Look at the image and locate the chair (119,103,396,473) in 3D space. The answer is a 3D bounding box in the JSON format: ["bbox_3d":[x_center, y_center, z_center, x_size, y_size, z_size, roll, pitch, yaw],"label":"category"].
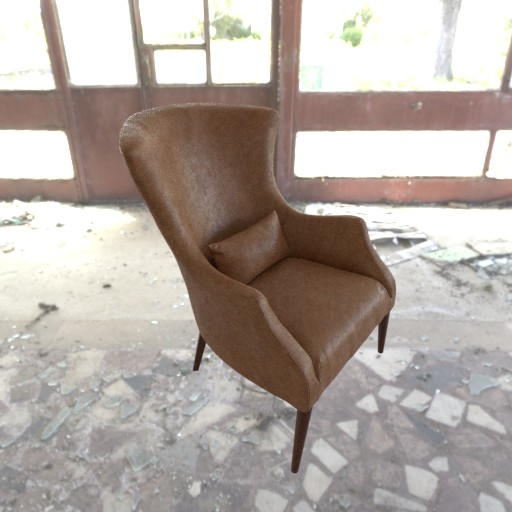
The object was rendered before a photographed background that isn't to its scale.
[{"bbox_3d":[0.000,0.000,1.782,0.955,1.067,0.846,19,33,32],"label":"chair"}]
